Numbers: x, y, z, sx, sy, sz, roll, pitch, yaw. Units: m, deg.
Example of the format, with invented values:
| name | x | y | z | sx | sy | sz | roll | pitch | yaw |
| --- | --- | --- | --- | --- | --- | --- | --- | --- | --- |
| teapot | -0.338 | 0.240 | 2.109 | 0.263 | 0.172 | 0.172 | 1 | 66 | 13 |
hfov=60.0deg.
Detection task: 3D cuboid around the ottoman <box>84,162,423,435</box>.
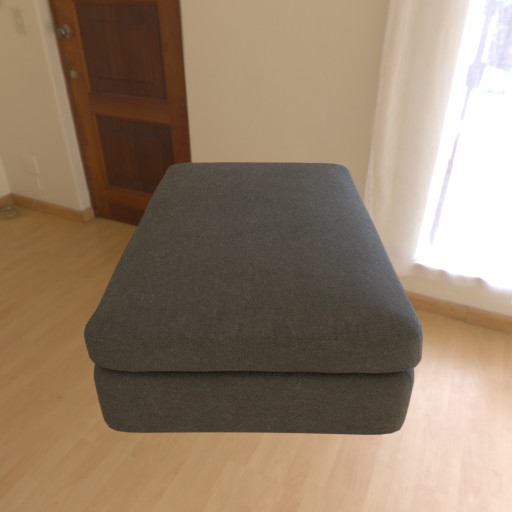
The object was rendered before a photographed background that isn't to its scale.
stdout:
| name | x | y | z | sx | sy | sz | roll | pitch | yaw |
| --- | --- | --- | --- | --- | --- | --- | --- | --- | --- |
| ottoman | 0.000 | 0.000 | 1.594 | 0.840 | 0.429 | 1.199 | 0 | 32 | 1 |
